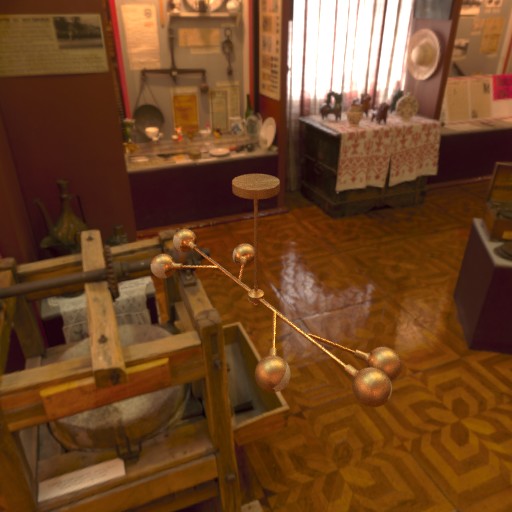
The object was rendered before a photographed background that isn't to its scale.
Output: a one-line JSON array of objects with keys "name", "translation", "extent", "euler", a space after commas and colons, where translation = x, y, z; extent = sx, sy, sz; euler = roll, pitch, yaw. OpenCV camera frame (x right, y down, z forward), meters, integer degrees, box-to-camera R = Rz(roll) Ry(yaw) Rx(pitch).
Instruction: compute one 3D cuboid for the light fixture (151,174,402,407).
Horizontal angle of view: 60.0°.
[{"name": "light fixture", "translation": [0.000, 0.000, 1.028], "extent": [0.434, 0.362, 0.778], "euler": [-10, 31, -17]}]
